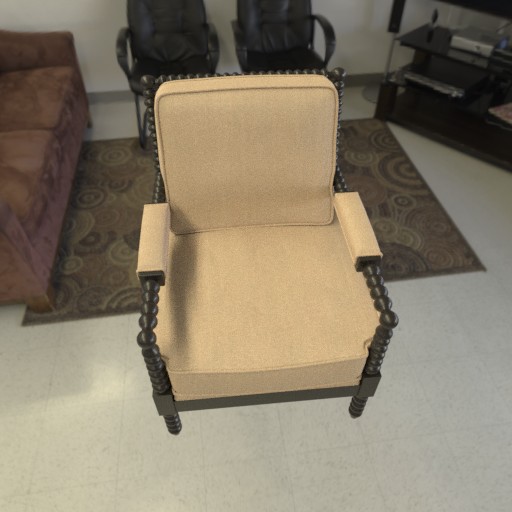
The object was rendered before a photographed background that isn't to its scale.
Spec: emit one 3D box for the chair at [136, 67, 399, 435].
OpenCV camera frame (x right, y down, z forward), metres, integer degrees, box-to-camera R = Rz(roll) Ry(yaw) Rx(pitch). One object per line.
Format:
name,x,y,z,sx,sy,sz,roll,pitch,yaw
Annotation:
chair,0.000,0.000,1.149,0.555,0.703,0.657,-4,46,-4
